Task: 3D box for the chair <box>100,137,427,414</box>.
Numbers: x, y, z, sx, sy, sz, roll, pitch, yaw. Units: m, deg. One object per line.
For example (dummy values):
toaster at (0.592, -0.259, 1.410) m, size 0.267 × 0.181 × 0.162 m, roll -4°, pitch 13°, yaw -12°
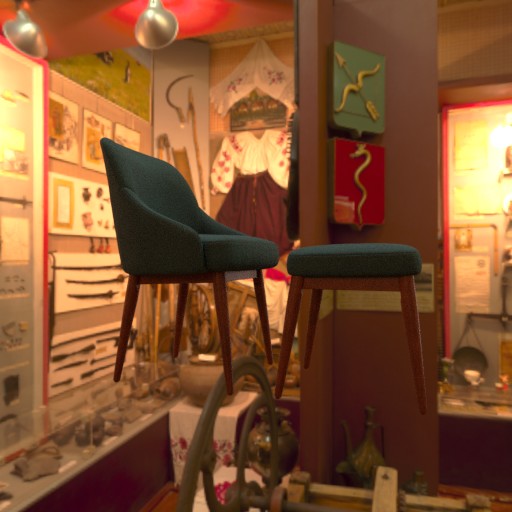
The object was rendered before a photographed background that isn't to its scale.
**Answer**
chair at (0.000, 0.000, 1.571) m, size 1.114 × 0.866 × 0.584 m, roll 0°, pitch -1°, yaw 19°
